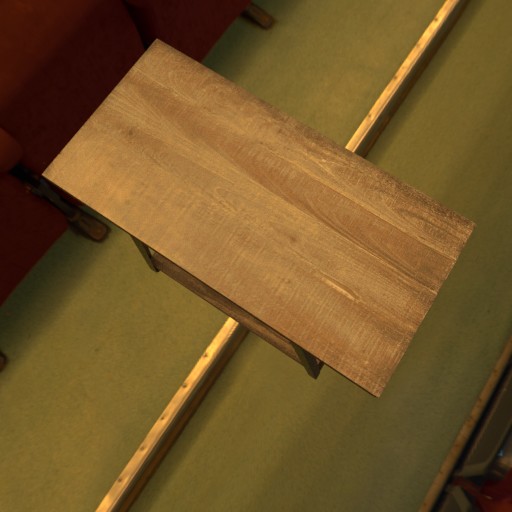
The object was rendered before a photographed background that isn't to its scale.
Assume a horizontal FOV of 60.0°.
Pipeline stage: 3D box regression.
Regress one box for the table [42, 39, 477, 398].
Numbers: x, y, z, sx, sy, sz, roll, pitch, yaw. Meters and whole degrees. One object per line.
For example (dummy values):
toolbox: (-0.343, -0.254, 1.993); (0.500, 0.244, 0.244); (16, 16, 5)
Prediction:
table: (0.000, 0.000, 1.015); (0.599, 0.701, 0.300); (33, 78, 8)
